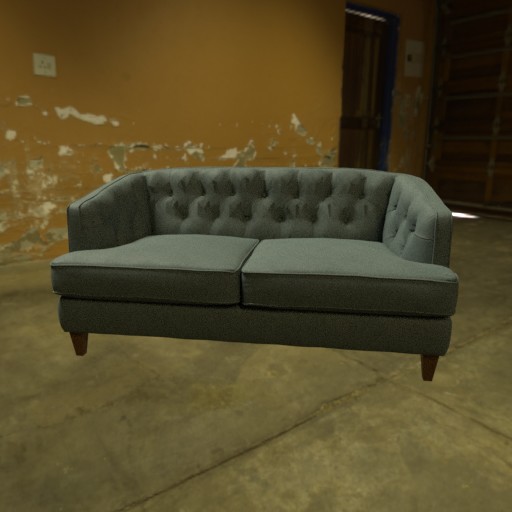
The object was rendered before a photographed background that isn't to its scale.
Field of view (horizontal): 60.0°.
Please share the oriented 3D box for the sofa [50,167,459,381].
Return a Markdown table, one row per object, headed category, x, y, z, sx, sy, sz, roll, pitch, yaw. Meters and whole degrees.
| category | x | y | z | sx | sy | sz | roll | pitch | yaw |
| --- | --- | --- | --- | --- | --- | --- | --- | --- | --- |
| sofa | 0.000 | 0.000 | 2.243 | 1.733 | 0.855 | 0.941 | 2 | 14 | 8 |
